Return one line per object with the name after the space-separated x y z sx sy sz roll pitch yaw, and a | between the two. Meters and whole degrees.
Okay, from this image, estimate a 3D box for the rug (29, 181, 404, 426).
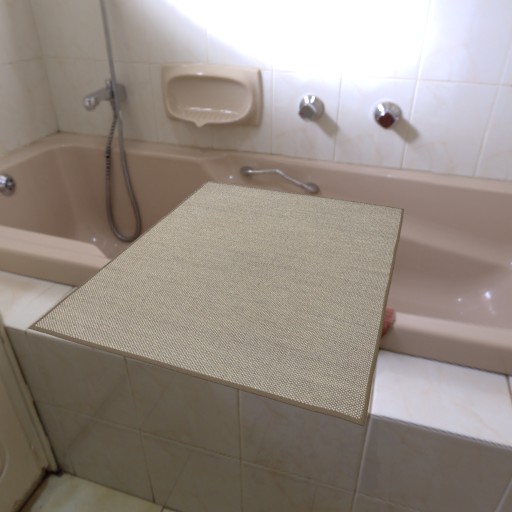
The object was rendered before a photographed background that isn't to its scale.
0.000 0.000 4.055 2.413 0.020 3.041 11 33 17 | rug
